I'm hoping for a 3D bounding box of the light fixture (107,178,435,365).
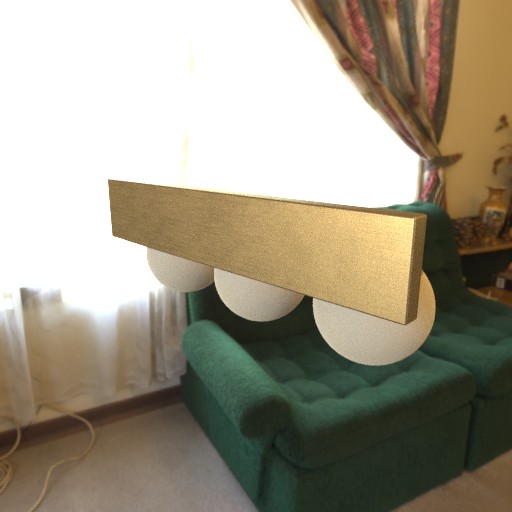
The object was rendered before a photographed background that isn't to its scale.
[{"bbox_3d":[0.000,0.000,0.850,0.721,0.263,0.218,14,20,43],"label":"light fixture"}]
